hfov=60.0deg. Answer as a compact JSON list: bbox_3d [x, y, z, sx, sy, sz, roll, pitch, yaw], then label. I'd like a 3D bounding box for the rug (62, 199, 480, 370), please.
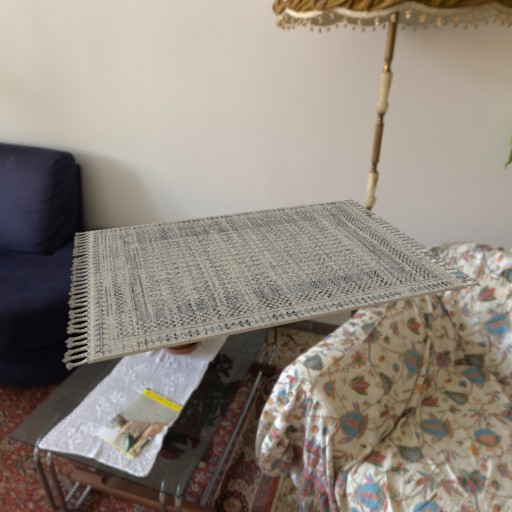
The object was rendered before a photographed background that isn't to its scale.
[{"bbox_3d":[0.000,0.000,2.361,1.872,0.013,1.243,-9,29,-16],"label":"rug"}]
